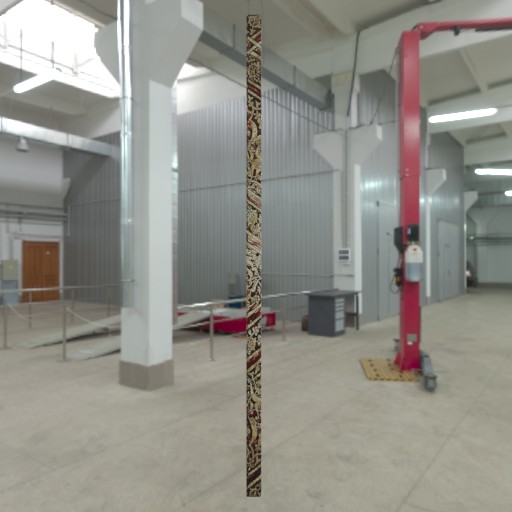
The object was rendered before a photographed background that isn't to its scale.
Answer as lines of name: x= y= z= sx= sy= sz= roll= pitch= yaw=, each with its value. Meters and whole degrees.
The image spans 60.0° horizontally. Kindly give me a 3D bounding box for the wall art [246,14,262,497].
wall art: x=0.000 y=0.000 z=1.131 sx=0.030 sy=0.904 sz=0.599 roll=0 pitch=0 yaw=1
